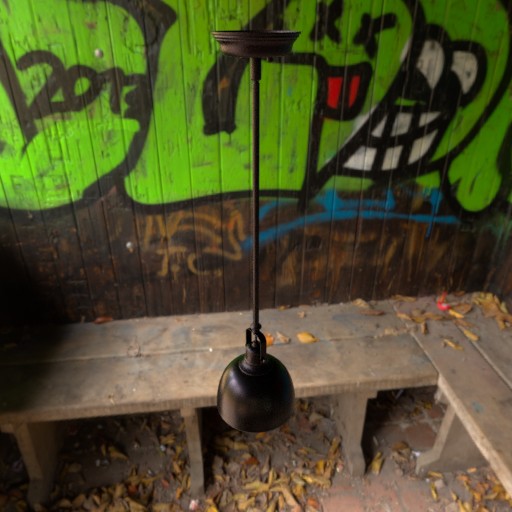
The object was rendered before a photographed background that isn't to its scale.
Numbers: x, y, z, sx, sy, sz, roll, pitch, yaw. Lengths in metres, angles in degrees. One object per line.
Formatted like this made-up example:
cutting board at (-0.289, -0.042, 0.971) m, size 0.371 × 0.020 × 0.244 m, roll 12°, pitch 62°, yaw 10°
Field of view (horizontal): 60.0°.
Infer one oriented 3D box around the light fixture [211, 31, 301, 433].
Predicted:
light fixture at (0.000, 0.000, 0.849) m, size 0.182 × 0.768 × 0.182 m, roll -19°, pitch 33°, yaw -31°
